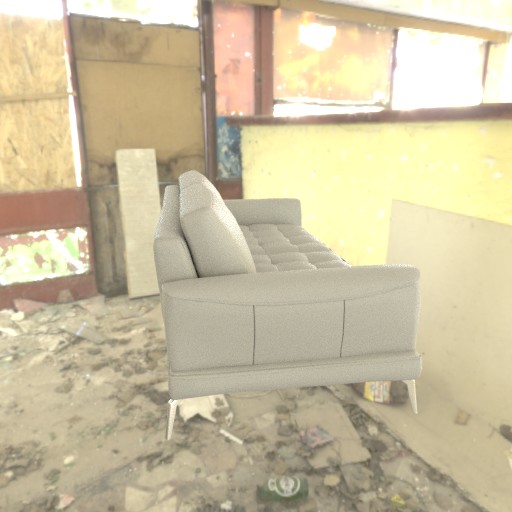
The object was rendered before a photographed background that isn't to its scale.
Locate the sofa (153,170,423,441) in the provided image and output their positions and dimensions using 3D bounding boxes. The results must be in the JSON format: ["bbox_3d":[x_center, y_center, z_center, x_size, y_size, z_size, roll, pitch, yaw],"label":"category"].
[{"bbox_3d":[0.000,0.000,2.755,1.121,0.930,2.177,-3,16,-9],"label":"sofa"}]
